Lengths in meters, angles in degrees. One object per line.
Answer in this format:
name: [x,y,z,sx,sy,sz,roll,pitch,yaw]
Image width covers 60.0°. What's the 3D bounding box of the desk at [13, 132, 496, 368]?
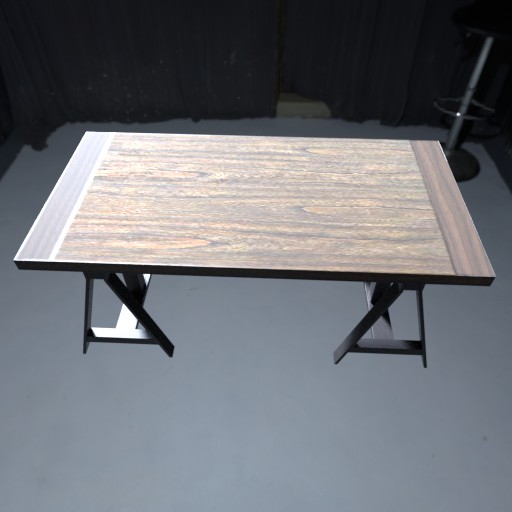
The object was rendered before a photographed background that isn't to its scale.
desk: [0.000,0.000,1.929,1.543,0.725,0.784,2,47,2]
